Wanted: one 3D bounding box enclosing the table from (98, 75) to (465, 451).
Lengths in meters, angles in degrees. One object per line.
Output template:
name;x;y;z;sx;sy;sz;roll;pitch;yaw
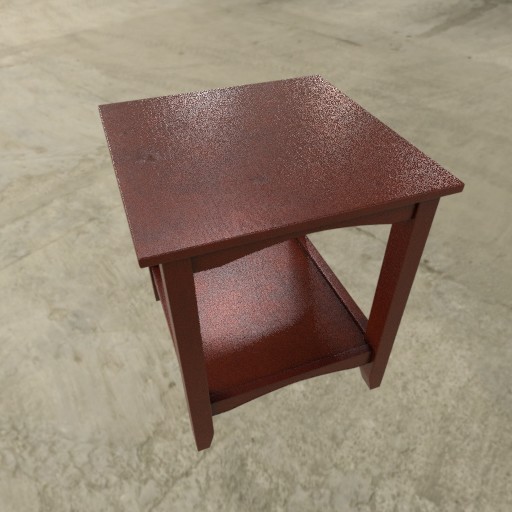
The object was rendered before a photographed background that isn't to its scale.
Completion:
table;0.000;0.000;0.976;0.522;0.558;0.523;-12;43;-13
